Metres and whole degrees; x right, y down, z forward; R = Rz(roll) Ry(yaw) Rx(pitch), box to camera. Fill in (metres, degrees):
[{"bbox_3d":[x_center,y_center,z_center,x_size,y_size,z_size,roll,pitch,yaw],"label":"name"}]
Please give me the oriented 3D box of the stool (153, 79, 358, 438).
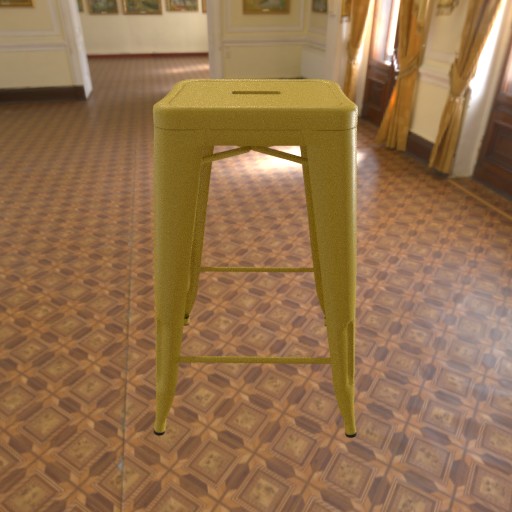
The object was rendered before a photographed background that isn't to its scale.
[{"bbox_3d":[0.000,0.000,0.860,0.399,0.609,0.359,0,30,0],"label":"stool"}]
